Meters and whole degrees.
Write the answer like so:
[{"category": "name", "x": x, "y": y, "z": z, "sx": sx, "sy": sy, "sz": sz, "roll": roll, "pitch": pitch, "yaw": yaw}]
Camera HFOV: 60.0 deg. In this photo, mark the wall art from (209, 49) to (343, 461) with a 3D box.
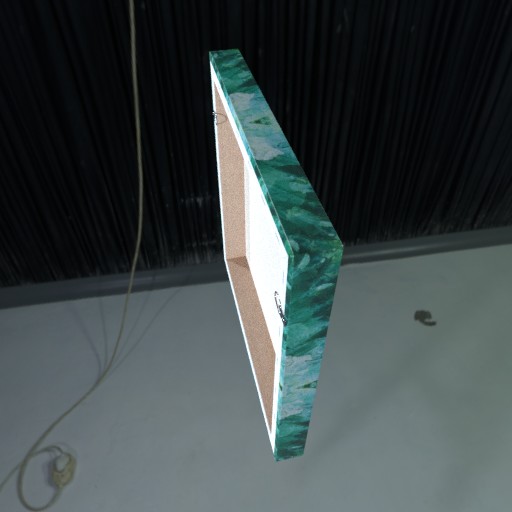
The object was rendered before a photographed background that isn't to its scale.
[{"category": "wall art", "x": 0.000, "y": 0.000, "z": 0.472, "sx": 0.033, "sy": 0.313, "sz": 0.313, "roll": -9, "pitch": 46, "yaw": -9}]
